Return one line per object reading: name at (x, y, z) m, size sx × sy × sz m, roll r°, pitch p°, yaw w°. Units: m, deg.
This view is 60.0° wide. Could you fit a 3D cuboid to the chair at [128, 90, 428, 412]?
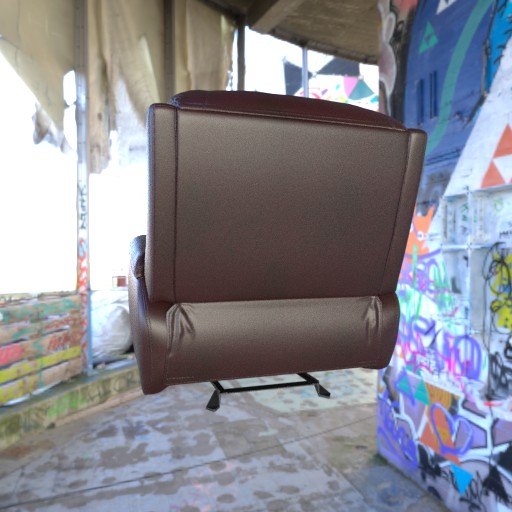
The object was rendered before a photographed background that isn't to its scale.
chair at (0.000, 0.000, 1.694) m, size 0.930 × 1.011 × 0.899 m, roll 0°, pitch 1°, yaw -18°
